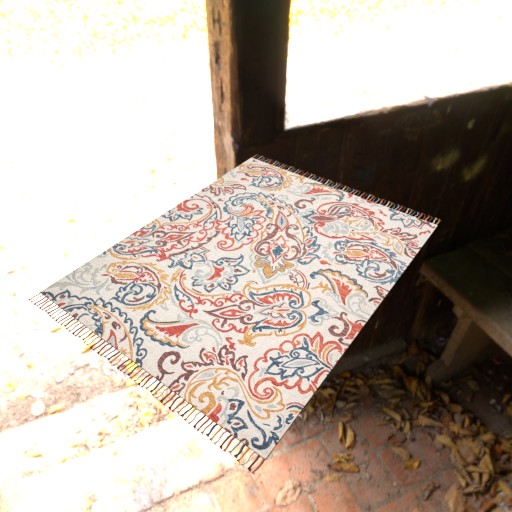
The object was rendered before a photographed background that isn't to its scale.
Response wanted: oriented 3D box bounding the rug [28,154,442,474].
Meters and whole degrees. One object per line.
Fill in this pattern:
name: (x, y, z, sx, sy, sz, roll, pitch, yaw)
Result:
rug: (0.000, 0.000, 4.236, 2.439, 0.015, 3.274, 26, 47, 27)
